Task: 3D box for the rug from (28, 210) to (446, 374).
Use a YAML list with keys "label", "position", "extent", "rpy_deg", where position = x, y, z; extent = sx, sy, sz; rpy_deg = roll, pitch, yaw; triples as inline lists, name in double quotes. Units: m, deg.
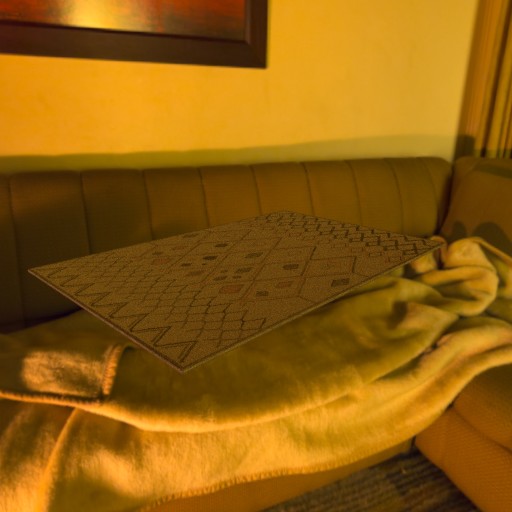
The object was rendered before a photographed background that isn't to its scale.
- label: "rug"
  position: [0.000, 0.000, 2.299]
  extent: [1.219, 0.016, 1.829]
  rpy_deg: [17, 25, 42]
